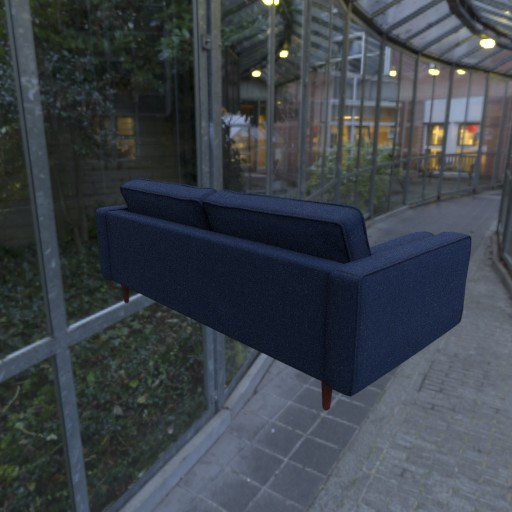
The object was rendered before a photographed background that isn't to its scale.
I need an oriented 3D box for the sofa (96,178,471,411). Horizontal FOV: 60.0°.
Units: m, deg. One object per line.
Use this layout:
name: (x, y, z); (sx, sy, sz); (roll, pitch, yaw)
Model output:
sofa: (0.000, 0.000, 2.367); (0.914, 0.762, 1.880); (-14, 21, -42)
